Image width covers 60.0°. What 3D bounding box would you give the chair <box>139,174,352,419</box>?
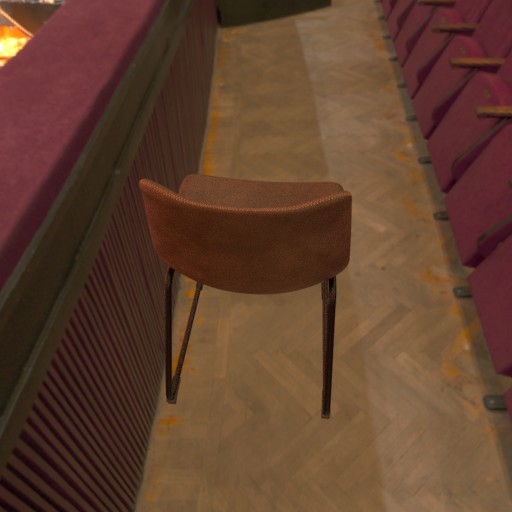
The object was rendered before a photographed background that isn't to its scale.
[{"bbox_3d":[0.000,0.000,1.132,0.460,0.780,0.551,4,46,4],"label":"chair"}]
